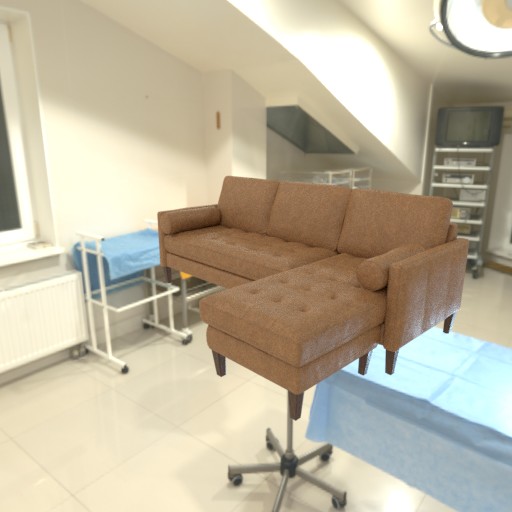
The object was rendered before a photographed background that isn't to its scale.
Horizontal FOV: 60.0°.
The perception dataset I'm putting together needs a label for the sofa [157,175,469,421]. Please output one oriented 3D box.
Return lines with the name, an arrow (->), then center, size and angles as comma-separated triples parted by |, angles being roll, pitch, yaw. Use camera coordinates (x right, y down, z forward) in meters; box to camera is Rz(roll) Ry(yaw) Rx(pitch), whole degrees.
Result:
sofa -> 0.000, 0.000, 2.957 | 1.506, 0.876, 2.178 | -15, 21, -42
